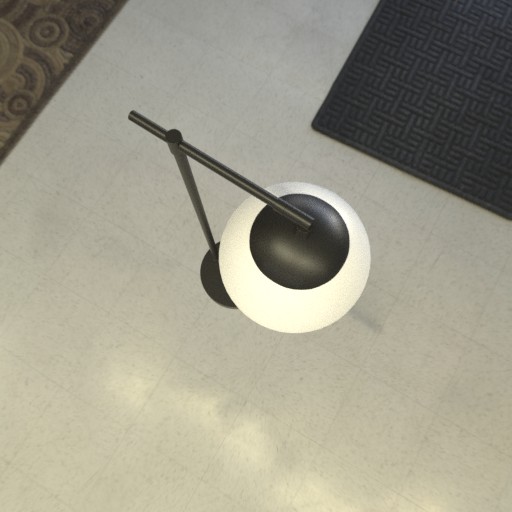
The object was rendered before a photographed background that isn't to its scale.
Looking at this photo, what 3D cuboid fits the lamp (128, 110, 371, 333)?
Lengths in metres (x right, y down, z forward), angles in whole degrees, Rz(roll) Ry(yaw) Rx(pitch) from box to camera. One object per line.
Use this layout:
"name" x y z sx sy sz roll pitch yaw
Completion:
"lamp" 0.000 0.000 0.710 0.316 0.559 0.197 32 78 8
